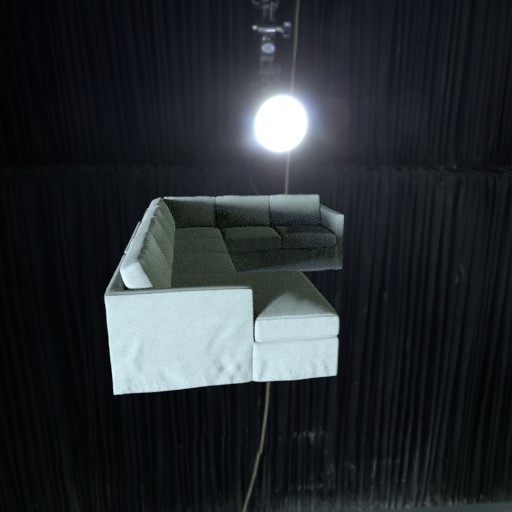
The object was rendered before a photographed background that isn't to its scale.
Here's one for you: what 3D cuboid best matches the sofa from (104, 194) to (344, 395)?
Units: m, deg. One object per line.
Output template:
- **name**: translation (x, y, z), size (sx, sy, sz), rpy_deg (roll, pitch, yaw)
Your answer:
- **sofa**: translation (0.000, 0.000, 4.553), size (2.440, 0.869, 3.434), rpy_deg (-2, 15, -9)
